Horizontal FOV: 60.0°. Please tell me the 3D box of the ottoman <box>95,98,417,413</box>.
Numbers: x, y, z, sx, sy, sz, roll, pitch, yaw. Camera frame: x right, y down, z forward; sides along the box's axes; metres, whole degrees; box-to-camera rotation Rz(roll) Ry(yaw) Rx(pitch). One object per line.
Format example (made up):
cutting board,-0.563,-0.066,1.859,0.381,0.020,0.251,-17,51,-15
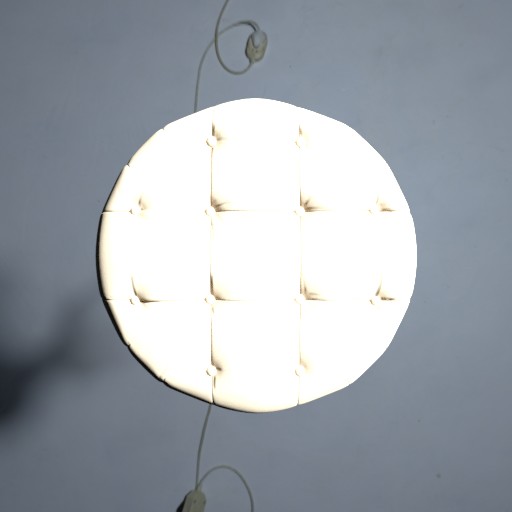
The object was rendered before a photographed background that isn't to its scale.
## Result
ottoman,0.000,0.000,1.395,0.901,0.439,0.901,0,90,1
